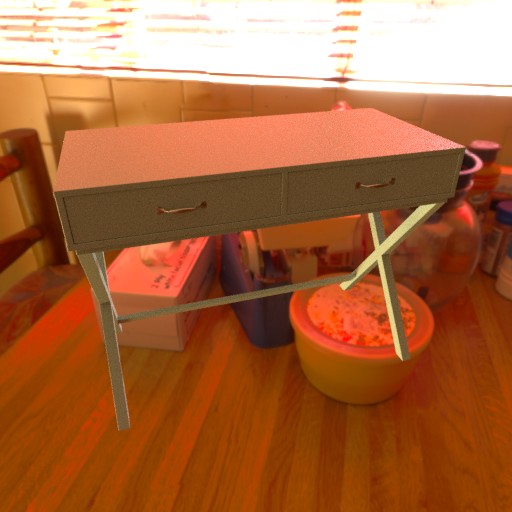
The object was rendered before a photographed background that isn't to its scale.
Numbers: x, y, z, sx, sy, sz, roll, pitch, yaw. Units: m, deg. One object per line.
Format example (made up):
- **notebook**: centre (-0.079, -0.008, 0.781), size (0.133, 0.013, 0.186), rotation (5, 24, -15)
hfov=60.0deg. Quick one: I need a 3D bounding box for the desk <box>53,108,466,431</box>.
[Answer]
- **desk**: centre (0.000, 0.000, 1.477), size (1.057, 0.780, 0.525), rotation (-9, 32, -15)
